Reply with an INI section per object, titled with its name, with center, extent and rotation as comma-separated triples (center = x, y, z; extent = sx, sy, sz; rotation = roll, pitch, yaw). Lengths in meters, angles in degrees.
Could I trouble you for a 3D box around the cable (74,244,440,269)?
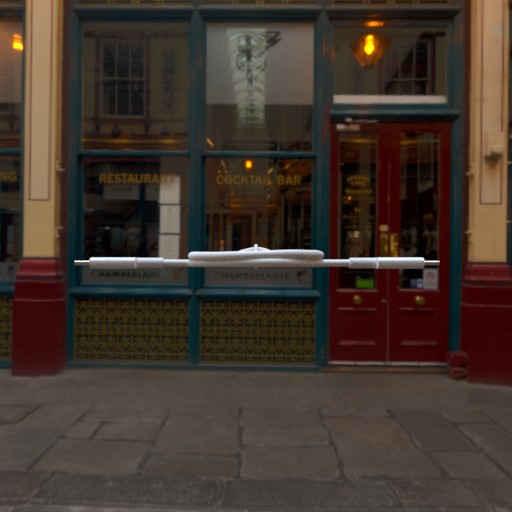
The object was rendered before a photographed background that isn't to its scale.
[cable]
center = 0.000, 0.000, 0.225
extent = 0.203, 0.014, 0.070
rotation = 0, -1, 0
